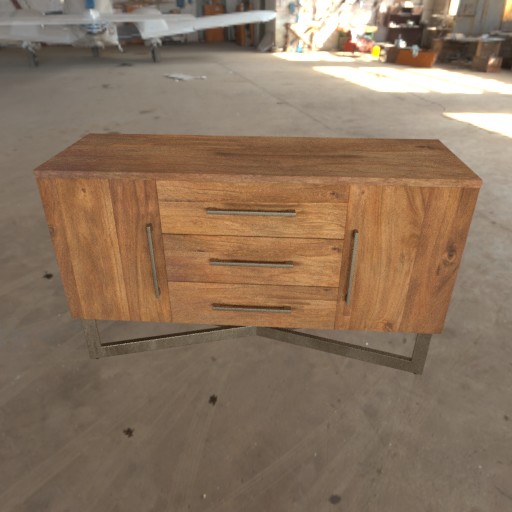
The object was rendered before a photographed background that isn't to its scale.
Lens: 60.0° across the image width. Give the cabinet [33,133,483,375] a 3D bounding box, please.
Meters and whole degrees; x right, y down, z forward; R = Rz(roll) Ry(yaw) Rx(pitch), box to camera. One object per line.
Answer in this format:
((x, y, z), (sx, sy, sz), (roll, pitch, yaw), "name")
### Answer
((0.000, 0.000, 1.737), (1.373, 0.812, 0.480), (2, 30, 3), "cabinet")
